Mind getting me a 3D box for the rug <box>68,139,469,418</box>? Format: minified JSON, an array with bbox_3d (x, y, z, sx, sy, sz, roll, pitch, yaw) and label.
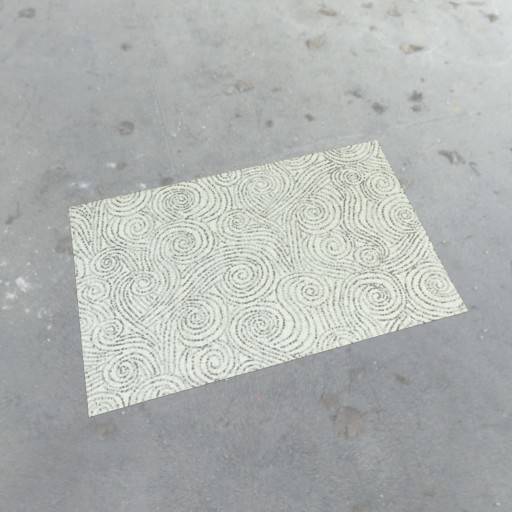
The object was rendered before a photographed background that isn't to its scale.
[{"bbox_3d":[0.000,0.000,3.062,2.439,0.005,1.524,-14,63,-7],"label":"rug"}]
